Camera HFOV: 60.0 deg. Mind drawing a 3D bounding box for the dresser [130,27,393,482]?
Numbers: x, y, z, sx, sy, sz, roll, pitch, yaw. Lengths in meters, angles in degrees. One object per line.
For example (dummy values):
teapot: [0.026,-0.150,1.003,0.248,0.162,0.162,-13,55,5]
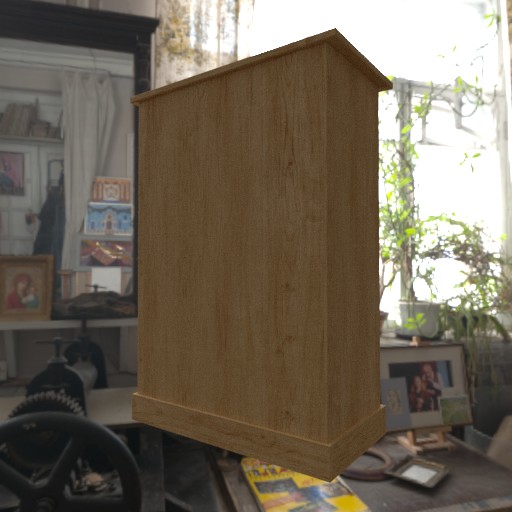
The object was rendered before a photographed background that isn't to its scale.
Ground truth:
dresser: [0.000,0.000,1.718,0.915,1.300,0.485,-1,-1,36]
